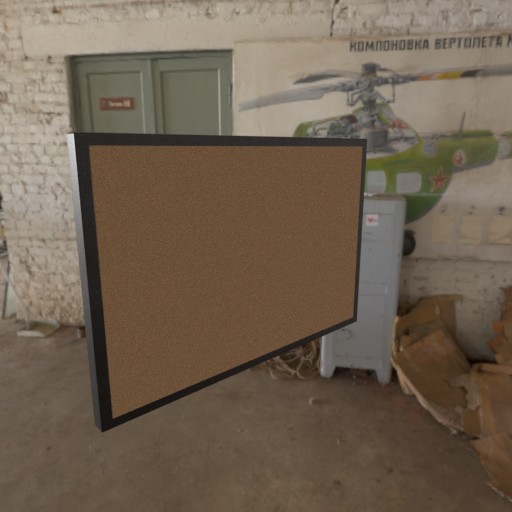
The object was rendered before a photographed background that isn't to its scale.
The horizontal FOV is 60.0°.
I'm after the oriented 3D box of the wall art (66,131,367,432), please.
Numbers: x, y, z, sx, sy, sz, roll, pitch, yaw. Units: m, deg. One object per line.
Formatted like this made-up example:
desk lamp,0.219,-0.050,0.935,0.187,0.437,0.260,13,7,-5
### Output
wall art,0.000,0.000,1.171,0.912,0.612,0.038,-12,18,-41
